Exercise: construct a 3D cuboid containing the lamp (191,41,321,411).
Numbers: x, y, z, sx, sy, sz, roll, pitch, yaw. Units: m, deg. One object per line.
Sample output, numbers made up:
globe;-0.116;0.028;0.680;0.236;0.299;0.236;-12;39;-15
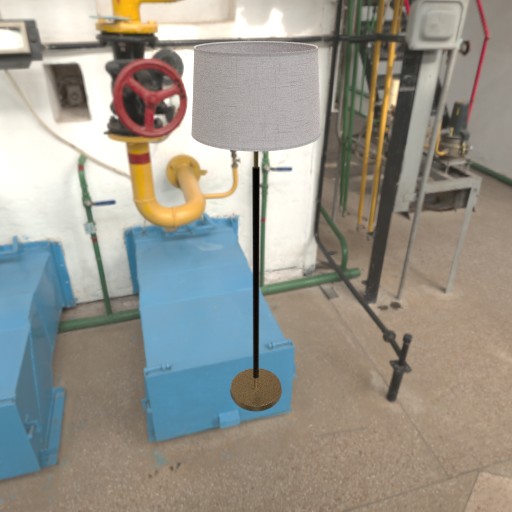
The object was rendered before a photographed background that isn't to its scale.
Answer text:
lamp;0.000;0.000;1.686;0.420;1.447;0.420;0;30;0
